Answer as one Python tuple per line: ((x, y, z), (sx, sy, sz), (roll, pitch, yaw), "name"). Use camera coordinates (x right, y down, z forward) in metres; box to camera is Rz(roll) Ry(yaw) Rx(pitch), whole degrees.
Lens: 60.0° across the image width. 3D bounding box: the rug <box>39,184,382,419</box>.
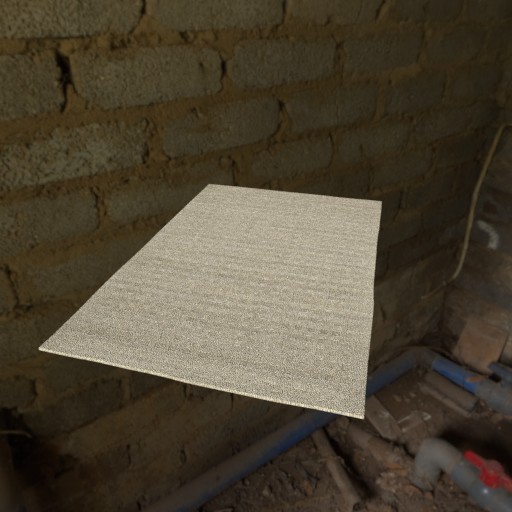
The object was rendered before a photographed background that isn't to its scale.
((0.000, 0.000, 2.895), (1.532, 0.018, 2.297), (8, 31, 13), "rug")
